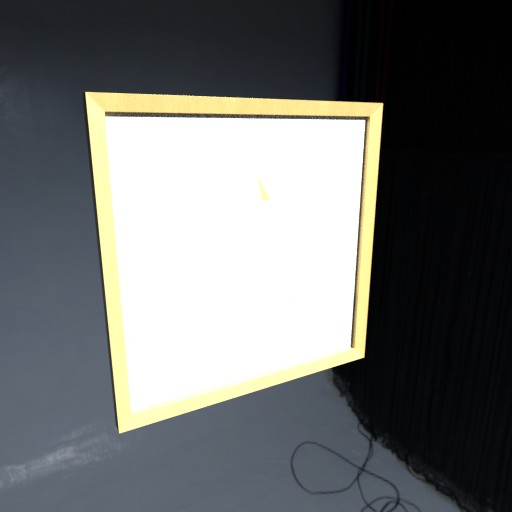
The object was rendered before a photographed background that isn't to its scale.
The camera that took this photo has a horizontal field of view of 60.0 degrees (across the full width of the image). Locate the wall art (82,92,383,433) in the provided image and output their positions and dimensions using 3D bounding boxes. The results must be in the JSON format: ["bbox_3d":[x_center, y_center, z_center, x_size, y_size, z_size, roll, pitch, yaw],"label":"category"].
[{"bbox_3d":[0.000,0.000,2.896,1.935,1.936,0.097,-9,18,-28],"label":"wall art"}]
